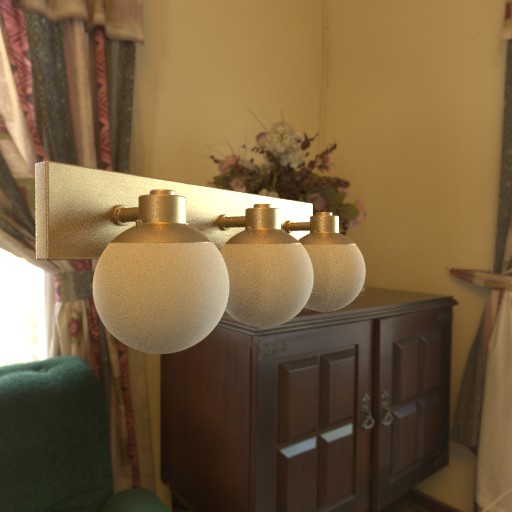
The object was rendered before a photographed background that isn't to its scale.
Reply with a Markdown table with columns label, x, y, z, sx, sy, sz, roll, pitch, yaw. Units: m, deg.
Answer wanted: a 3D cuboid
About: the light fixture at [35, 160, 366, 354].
| label | x | y | z | sx | sy | sz | roll | pitch | yaw |
| --- | --- | --- | --- | --- | --- | --- | --- | --- | --- |
| light fixture | 0.000 | 0.000 | 0.831 | 0.218 | 0.263 | 0.721 | 1 | 1 | 36 |
